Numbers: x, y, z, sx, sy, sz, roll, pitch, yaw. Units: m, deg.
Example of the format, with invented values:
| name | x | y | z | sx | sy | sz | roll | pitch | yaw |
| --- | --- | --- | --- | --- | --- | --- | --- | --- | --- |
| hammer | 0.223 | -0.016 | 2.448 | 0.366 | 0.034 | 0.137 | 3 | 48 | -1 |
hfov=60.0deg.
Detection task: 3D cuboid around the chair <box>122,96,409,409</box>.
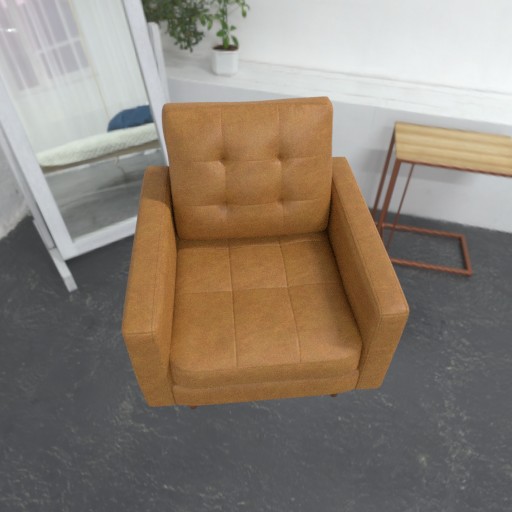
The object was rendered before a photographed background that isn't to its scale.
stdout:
| name | x | y | z | sx | sy | sz | roll | pitch | yaw |
| --- | --- | --- | --- | --- | --- | --- | --- | --- | --- |
| chair | 0.000 | 0.000 | 1.585 | 0.831 | 0.896 | 0.868 | -4 | 45 | -4 |
